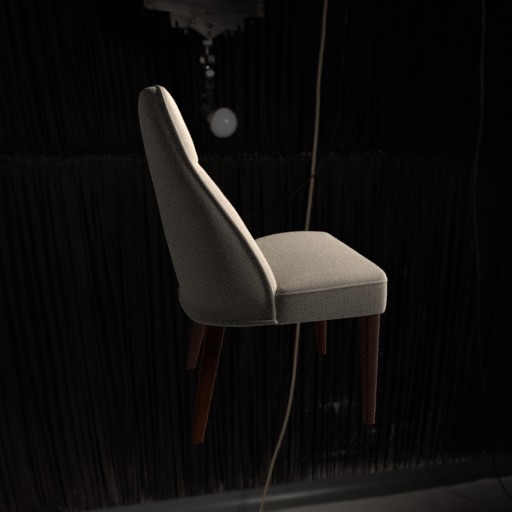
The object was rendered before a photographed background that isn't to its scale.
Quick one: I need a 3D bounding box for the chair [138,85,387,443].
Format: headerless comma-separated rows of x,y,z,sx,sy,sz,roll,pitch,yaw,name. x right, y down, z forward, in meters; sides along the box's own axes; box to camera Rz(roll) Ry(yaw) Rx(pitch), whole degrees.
0.000,0.000,1.323,0.620,0.930,0.500,-3,16,-10,chair
